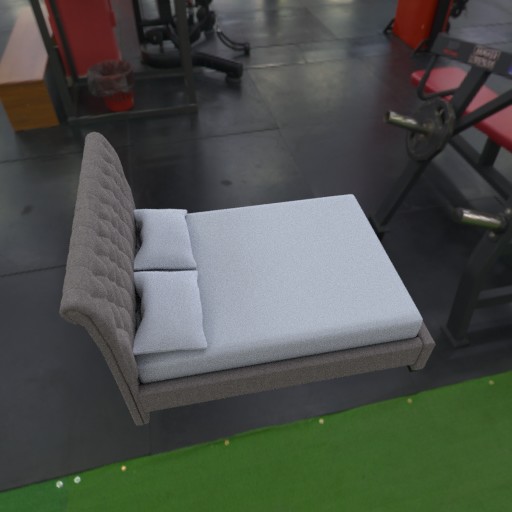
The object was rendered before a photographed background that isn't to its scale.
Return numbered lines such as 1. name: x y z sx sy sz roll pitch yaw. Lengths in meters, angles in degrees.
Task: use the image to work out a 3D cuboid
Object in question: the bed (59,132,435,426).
1. bed: 0.000 0.000 3.304 2.252 1.371 1.645 -8 46 -8
